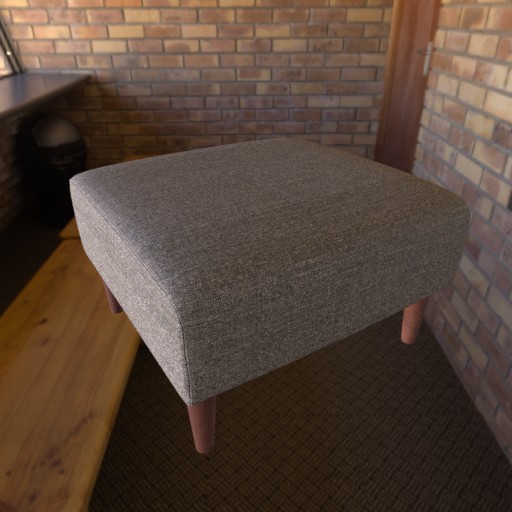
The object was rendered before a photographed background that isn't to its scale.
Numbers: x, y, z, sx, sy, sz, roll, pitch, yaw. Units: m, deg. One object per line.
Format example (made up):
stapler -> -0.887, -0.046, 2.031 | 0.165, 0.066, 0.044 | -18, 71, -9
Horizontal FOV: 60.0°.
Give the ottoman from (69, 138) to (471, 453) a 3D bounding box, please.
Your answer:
ottoman -> 0.000, 0.000, 1.034 | 0.655, 0.399, 0.648 | -17, 33, -29
